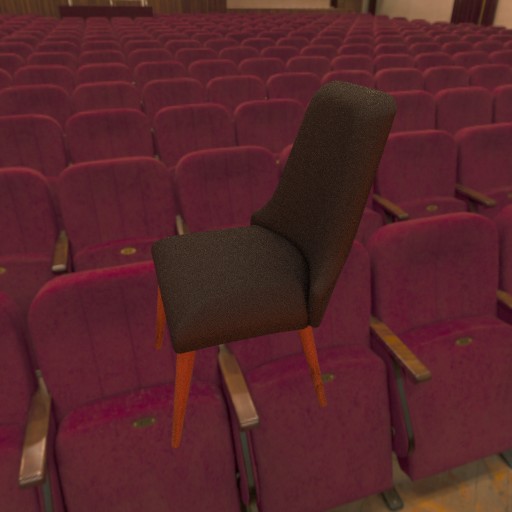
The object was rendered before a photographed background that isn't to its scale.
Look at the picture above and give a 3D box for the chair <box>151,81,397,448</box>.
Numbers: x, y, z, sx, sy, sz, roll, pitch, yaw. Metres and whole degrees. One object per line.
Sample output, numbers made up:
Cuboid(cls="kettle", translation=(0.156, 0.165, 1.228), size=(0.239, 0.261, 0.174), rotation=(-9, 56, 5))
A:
Cuboid(cls="chair", translation=(0.000, 0.000, 1.167), size=(0.567, 0.820, 0.504), rotation=(-8, 29, -15))
